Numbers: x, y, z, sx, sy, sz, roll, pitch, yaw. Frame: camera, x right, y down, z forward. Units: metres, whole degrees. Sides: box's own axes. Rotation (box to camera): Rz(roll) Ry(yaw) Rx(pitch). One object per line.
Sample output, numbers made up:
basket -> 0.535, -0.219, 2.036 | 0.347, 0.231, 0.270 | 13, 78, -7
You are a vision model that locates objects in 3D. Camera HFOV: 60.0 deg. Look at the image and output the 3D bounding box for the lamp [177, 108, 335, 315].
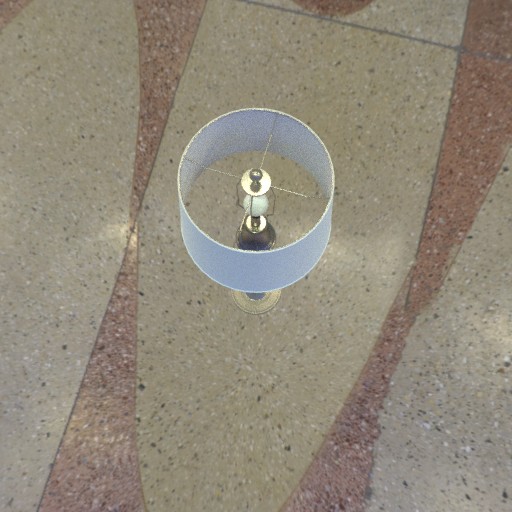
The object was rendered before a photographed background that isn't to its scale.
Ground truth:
lamp -> 0.000, 0.000, 1.691 | 0.431, 1.488, 0.431 | 0, 76, 0
